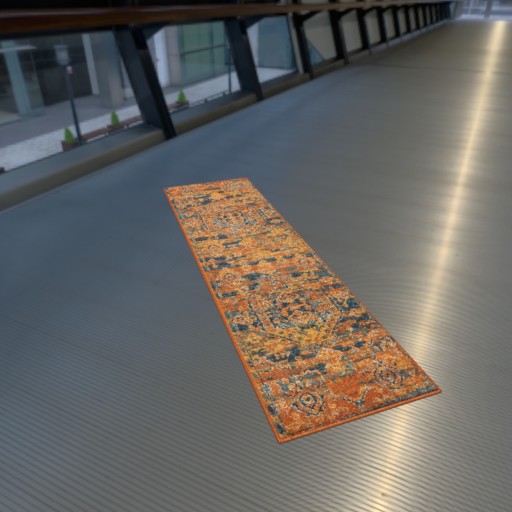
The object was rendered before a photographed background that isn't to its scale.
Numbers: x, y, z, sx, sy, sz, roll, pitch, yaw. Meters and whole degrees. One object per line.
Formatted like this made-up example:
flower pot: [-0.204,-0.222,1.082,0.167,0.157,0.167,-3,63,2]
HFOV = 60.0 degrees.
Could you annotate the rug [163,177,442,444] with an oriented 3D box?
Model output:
rug: [0.000,0.000,2.452,0.651,0.016,2.274,-10,33,-17]
